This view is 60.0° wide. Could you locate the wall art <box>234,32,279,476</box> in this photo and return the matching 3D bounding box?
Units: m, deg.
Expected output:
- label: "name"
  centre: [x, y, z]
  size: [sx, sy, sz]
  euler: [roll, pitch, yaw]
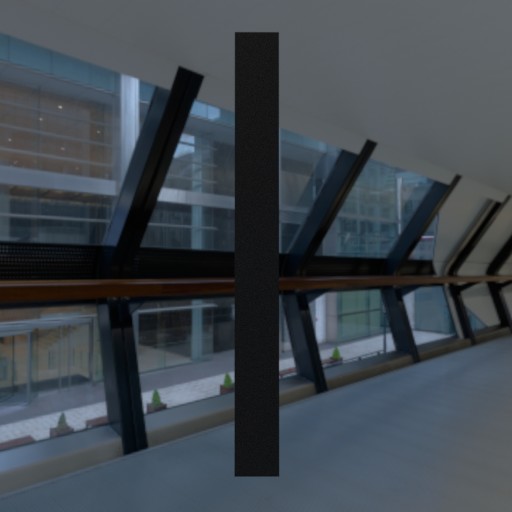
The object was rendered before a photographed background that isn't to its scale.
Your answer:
- label: "wall art"
  centre: [0.000, 0.000, 0.458]
  size: [0.030, 0.305, 0.308]
  euler: [0, -1, 0]
